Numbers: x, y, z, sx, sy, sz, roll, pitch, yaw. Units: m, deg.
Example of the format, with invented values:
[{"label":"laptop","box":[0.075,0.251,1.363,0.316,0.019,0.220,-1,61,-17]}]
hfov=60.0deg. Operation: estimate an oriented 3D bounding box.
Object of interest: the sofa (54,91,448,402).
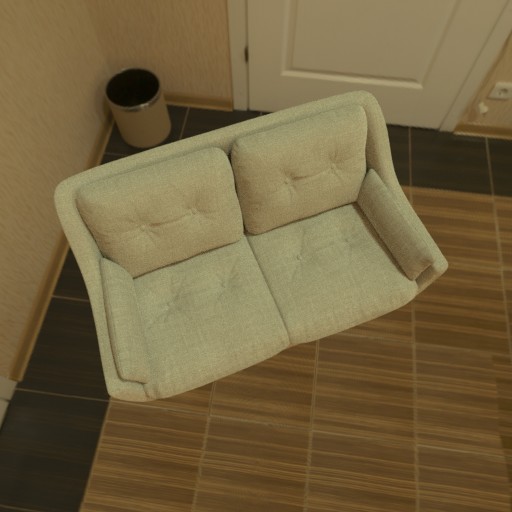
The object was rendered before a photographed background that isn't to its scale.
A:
[{"label":"sofa","box":[0.000,0.000,2.237,1.652,0.888,0.965,-19,66,-9]}]
